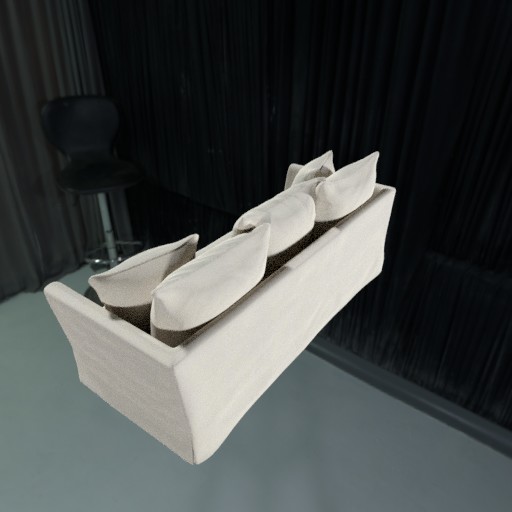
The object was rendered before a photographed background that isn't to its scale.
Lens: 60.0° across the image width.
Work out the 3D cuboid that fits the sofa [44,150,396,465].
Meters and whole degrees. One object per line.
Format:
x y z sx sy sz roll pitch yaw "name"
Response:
0.000 0.000 3.084 1.046 1.047 2.499 21 37 31 "sofa"
